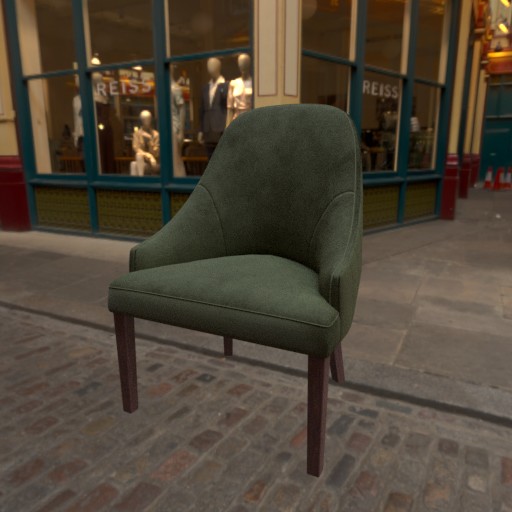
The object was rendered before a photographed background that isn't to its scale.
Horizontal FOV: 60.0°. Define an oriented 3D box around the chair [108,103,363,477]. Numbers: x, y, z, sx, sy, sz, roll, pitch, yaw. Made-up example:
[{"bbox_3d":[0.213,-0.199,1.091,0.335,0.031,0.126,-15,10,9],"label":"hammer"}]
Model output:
[{"bbox_3d":[0.000,0.000,1.300,0.643,0.889,0.575,7,15,26],"label":"chair"}]
